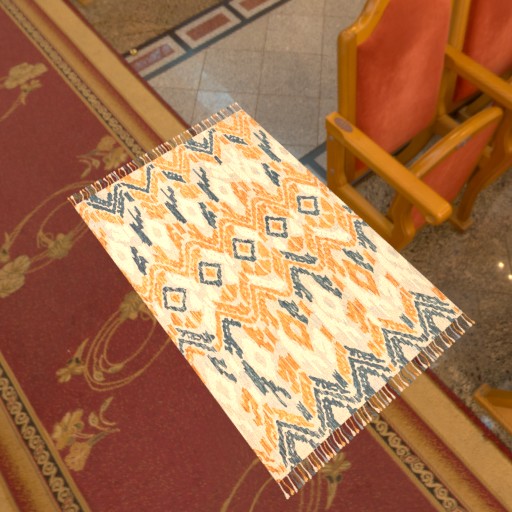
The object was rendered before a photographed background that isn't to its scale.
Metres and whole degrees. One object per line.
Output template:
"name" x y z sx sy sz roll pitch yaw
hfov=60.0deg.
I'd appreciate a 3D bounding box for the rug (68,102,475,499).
"rug" 0.000 0.000 2.949 1.533 0.010 2.428 -35 67 -17
